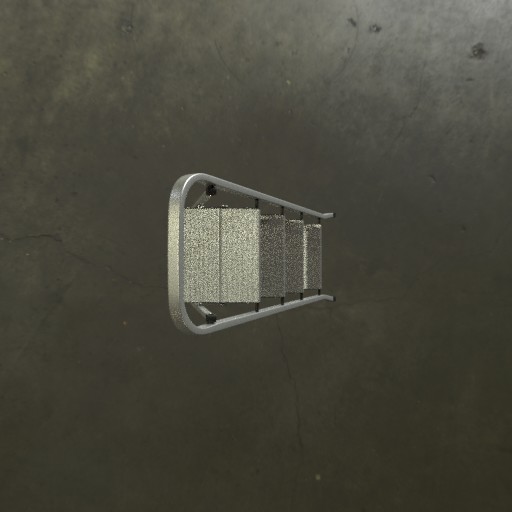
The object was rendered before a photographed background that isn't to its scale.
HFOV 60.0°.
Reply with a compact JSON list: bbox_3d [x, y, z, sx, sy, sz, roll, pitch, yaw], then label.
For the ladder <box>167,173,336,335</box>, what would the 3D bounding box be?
[{"bbox_3d":[0.000,0.000,1.678,0.830,1.290,0.465,0,90,0],"label":"ladder"}]
